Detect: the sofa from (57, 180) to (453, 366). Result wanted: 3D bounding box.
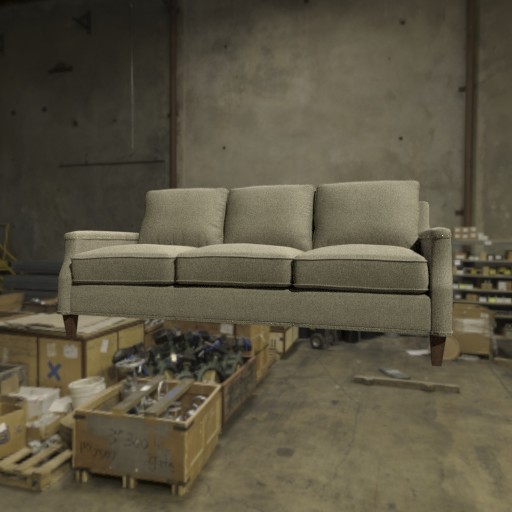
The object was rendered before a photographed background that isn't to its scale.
[{"bbox_3d":[0.000,0.000,2.873,2.246,1.003,1.084,0,2,17],"label":"sofa"}]
